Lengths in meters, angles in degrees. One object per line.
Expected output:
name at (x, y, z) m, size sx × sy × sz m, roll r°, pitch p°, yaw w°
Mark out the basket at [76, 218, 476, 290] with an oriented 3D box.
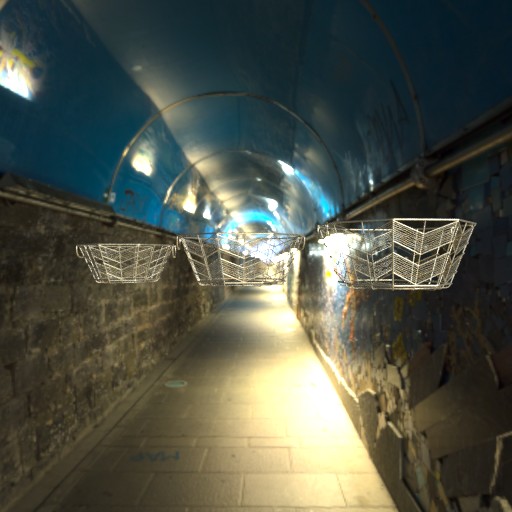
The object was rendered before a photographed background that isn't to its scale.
basket at (0.000, 0.000, 1.380) m, size 1.246 × 0.178 × 0.432 m, roll 0°, pitch 0°, yaw 17°
